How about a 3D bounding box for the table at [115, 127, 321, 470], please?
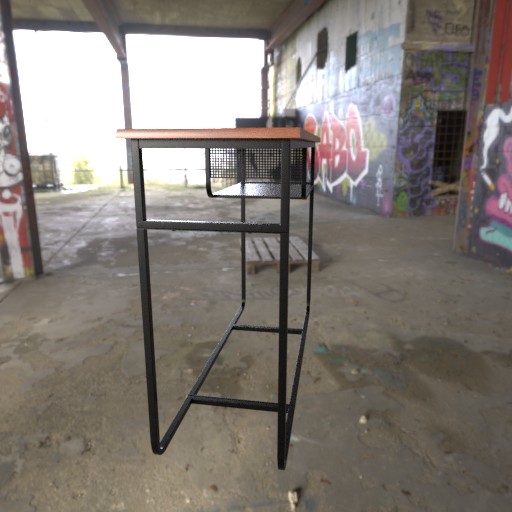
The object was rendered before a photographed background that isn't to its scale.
[{"bbox_3d":[0.000,0.000,1.424,0.350,0.750,1.100,2,14,10],"label":"table"}]
